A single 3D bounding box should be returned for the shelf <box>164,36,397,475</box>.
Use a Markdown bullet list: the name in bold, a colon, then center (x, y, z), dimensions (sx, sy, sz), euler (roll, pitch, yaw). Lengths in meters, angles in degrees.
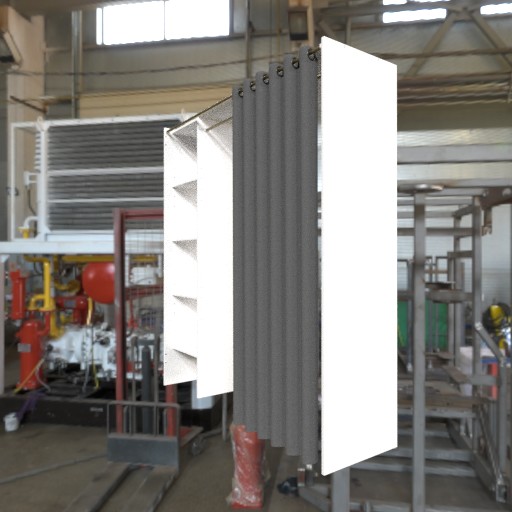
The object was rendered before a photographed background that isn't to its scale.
- **shelf**: center (0.000, 0.000, 2.605), dimensions (0.500, 1.810, 1.600), euler (0, 0, -36)
